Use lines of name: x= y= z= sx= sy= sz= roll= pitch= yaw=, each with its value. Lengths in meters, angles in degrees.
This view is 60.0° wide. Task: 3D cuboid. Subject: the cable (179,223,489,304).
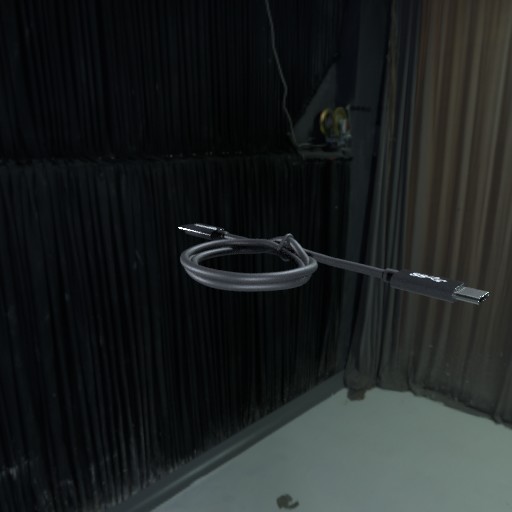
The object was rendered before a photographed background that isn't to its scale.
cable: x=0.000 y=0.000 z=0.209 sx=0.186 sy=0.014 sz=0.070 roll=15 pitch=21 yaw=43
